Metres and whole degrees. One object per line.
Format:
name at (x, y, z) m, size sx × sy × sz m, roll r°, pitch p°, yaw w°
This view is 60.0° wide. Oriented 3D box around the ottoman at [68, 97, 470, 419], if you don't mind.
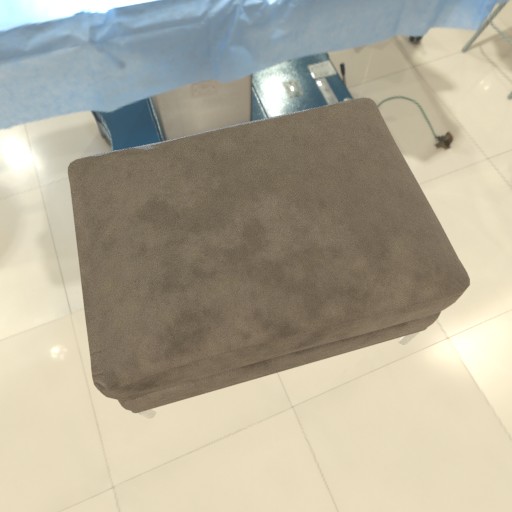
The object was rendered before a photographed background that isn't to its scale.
ottoman at (0.000, 0.000, 1.040) m, size 0.719 × 0.456 × 0.520 m, roll -14°, pitch 65°, yaw -7°
